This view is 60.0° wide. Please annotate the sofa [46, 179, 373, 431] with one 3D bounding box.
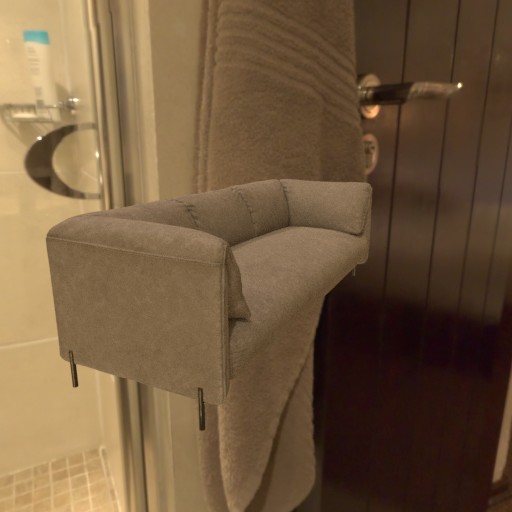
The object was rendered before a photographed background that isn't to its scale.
[{"bbox_3d":[0.000,0.000,2.666,0.899,0.758,2.238,7,16,26],"label":"sofa"}]
